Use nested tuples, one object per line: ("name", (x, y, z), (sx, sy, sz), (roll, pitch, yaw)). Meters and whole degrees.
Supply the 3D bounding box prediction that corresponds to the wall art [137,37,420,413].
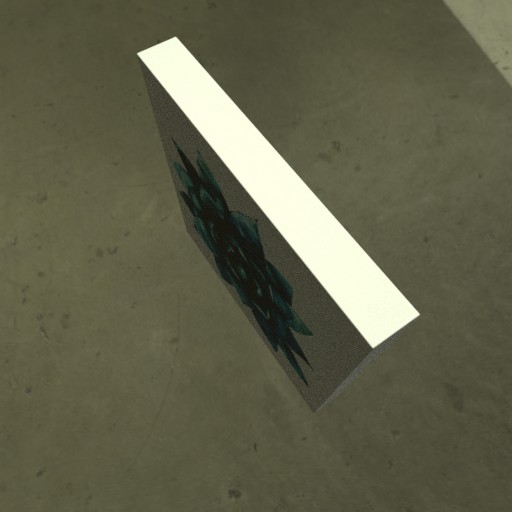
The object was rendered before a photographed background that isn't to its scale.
("wall art", (0.000, 0.000, 0.460), (0.038, 0.305, 0.305), (-31, 68, -14))
